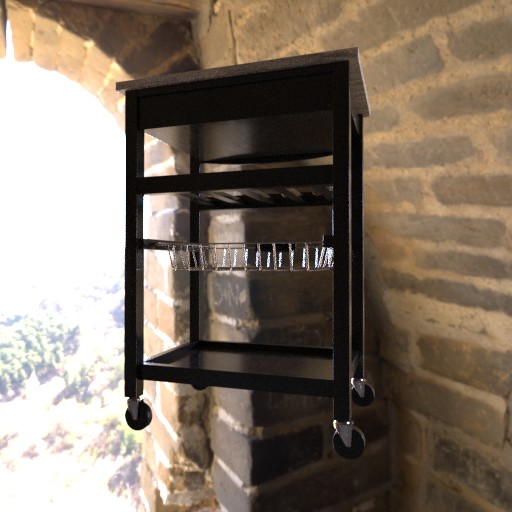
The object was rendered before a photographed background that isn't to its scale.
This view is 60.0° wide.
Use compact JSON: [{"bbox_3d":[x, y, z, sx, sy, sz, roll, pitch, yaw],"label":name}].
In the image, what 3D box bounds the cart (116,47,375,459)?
[{"bbox_3d":[0.000,0.000,1.168,0.584,0.839,0.403,0,-1,18],"label":"cart"}]
